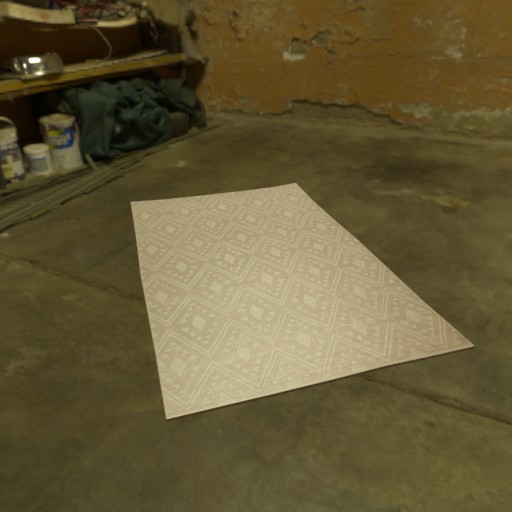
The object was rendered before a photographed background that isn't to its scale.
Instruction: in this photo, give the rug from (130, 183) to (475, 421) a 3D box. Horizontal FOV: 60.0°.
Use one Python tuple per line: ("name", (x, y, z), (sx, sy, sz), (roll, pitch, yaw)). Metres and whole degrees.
("rug", (0.000, 0.000, 3.036), (1.553, 0.053, 2.430), (-9, 30, -15))
